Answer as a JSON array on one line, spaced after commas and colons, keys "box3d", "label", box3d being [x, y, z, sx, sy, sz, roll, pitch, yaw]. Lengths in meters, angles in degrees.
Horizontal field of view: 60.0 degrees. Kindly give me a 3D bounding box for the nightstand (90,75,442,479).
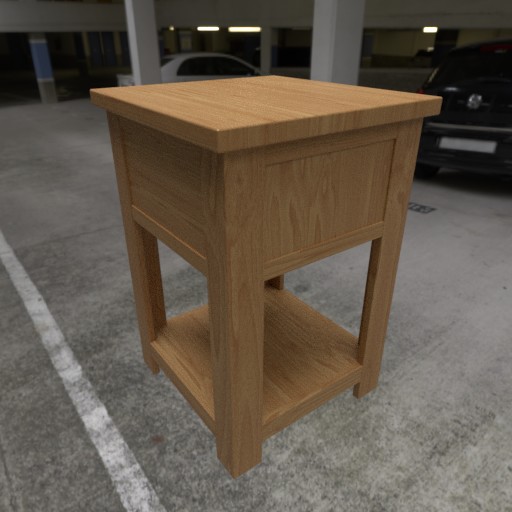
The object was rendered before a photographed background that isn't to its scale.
[{"box3d": [0.000, 0.000, 0.881, 0.418, 0.614, 0.428, -19, 33, -32], "label": "nightstand"}]
